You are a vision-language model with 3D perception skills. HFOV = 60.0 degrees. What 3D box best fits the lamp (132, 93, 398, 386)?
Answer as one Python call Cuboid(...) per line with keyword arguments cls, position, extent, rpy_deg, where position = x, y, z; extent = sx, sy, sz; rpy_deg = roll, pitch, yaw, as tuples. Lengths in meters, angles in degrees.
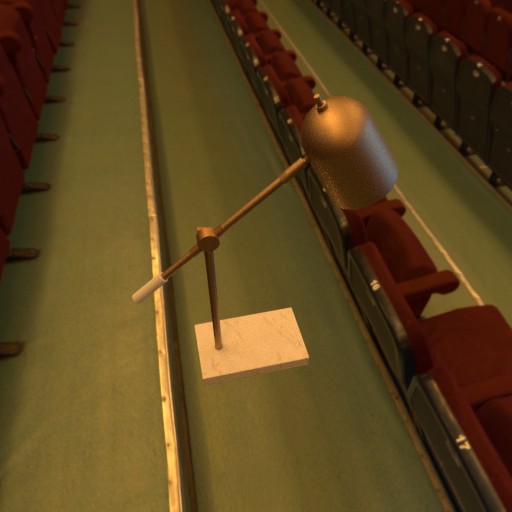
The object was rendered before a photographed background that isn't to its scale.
Cuboid(cls="lamp", position=(0.000, 0.000, 0.821), extent=(0.471, 0.603, 0.144), rpy_deg=(-9, 46, -9))
